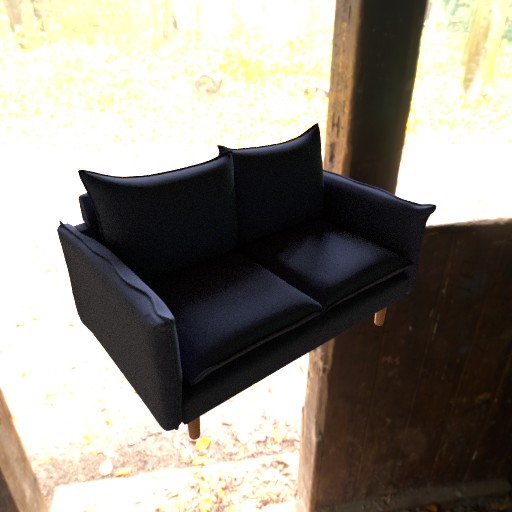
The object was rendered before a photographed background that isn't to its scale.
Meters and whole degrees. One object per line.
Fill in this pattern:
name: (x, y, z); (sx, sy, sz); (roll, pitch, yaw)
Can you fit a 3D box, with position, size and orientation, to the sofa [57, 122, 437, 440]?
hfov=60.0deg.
sofa: (0.000, 0.000, 1.827); (1.300, 0.840, 0.820); (-21, 36, -33)
